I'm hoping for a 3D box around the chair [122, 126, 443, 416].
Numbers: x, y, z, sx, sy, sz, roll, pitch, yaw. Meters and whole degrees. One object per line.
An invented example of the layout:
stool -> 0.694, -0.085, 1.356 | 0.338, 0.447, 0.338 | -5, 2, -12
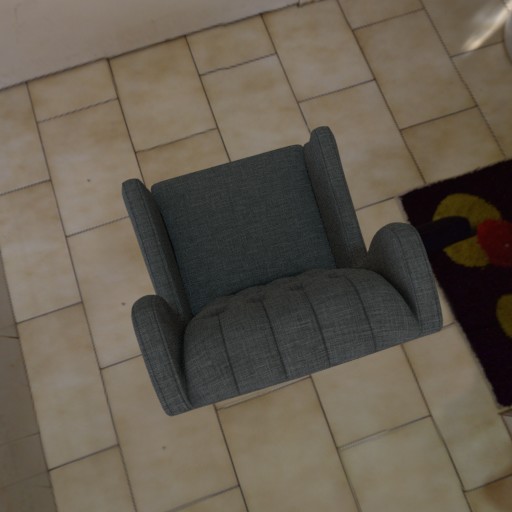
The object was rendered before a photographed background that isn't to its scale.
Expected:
chair -> 0.000, 0.000, 1.446 | 0.711, 0.953, 0.775 | -16, 76, -4
